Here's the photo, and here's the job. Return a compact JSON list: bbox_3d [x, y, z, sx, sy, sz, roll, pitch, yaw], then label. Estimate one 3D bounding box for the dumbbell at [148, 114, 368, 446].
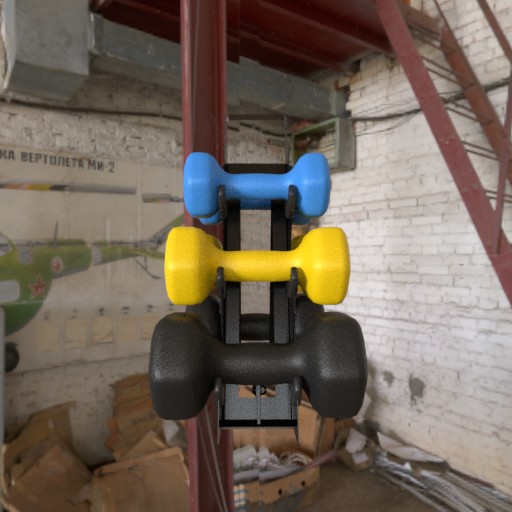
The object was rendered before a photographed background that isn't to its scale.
[{"bbox_3d":[0.000,0.000,0.680,0.255,0.426,0.409,0,0,-1],"label":"dumbbell"}]
